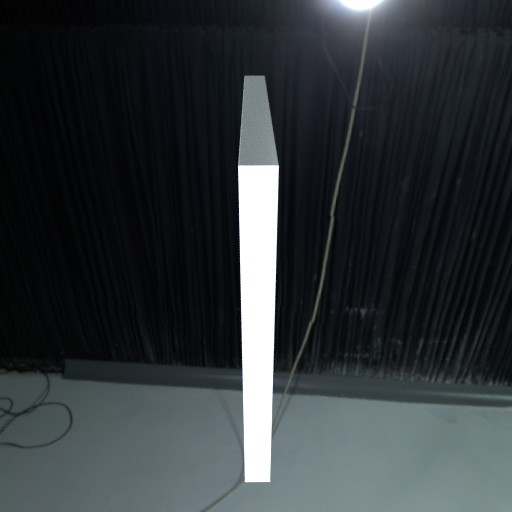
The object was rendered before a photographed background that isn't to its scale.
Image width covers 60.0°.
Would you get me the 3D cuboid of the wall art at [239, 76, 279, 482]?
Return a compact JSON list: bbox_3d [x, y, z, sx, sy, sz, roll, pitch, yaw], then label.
[{"bbox_3d":[0.000,0.000,0.767,0.038,0.505,0.506,0,31,0],"label":"wall art"}]
